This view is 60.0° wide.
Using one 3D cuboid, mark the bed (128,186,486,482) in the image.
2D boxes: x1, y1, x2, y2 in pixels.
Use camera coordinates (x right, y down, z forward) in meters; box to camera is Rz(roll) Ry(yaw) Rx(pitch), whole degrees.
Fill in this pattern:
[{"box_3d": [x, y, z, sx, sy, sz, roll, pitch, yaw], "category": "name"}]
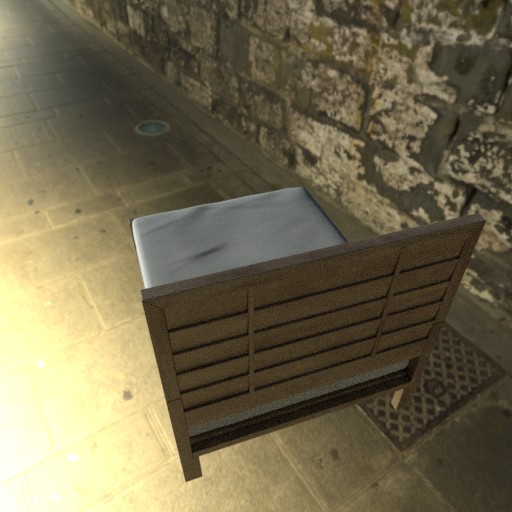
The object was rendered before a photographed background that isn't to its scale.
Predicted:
[{"box_3d": [0.000, 0.000, 3.144, 1.615, 1.631, 2.017, -13, 42, -14], "category": "bed"}]
